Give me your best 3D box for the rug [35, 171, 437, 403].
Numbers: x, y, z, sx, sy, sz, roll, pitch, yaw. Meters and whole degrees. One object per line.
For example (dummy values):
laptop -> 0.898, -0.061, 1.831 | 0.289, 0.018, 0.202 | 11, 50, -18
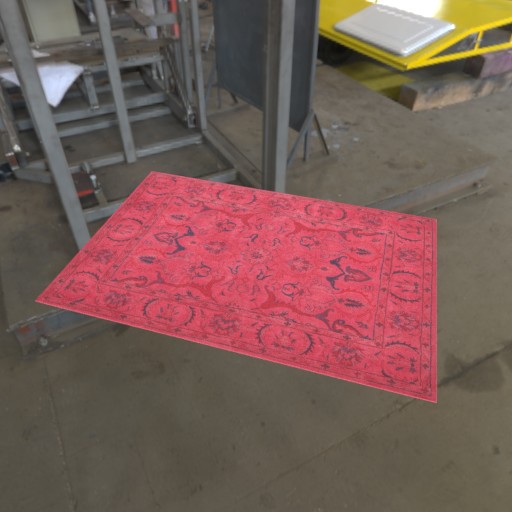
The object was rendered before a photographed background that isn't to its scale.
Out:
rug -> 0.000, 0.000, 2.325 | 1.814, 0.008, 1.209 | 11, 43, 12
